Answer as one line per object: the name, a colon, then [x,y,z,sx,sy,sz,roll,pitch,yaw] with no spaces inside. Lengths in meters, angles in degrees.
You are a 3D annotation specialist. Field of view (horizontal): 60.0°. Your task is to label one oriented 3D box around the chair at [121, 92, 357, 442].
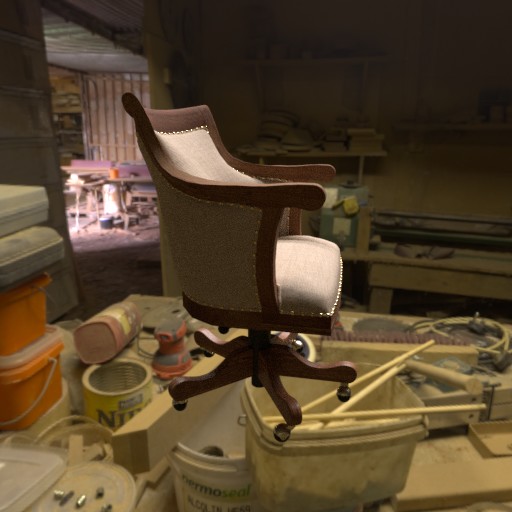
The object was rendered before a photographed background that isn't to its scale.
chair: [0.000,0.000,1.441,0.689,0.965,0.656,3,16,11]
